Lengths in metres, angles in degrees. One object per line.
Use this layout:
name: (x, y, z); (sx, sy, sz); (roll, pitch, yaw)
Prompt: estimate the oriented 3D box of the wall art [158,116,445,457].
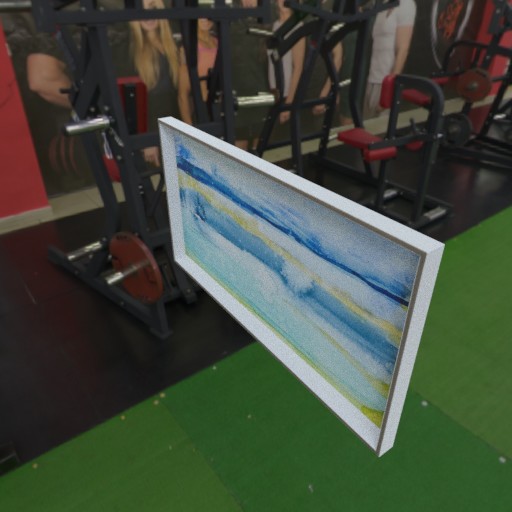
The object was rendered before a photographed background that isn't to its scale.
wall art: (0.000, 0.000, 0.975); (0.038, 0.431, 0.812); (-21, 37, -30)
